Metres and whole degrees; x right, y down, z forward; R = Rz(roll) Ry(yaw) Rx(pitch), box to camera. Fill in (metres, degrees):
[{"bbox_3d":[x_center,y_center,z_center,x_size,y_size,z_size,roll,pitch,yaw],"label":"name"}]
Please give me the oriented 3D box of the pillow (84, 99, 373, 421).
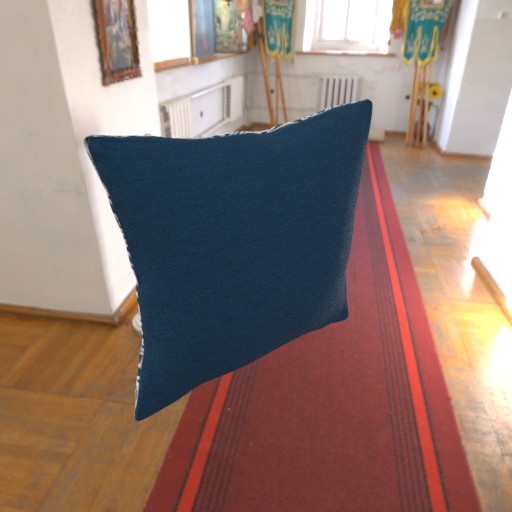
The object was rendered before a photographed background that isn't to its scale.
[{"bbox_3d":[0.000,0.000,0.667,0.440,0.420,0.145,-19,34,-30],"label":"pillow"}]
